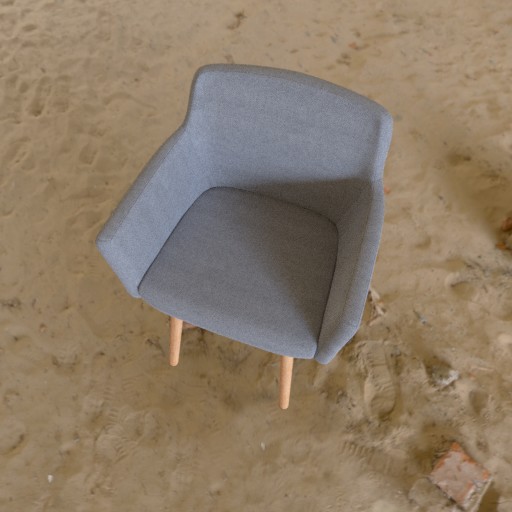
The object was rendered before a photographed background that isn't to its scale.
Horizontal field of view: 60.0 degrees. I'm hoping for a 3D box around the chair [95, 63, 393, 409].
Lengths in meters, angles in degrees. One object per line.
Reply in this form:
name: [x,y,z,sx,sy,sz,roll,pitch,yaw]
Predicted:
chair: [0.000,0.000,1.186,0.570,0.780,0.540,18,61,10]
